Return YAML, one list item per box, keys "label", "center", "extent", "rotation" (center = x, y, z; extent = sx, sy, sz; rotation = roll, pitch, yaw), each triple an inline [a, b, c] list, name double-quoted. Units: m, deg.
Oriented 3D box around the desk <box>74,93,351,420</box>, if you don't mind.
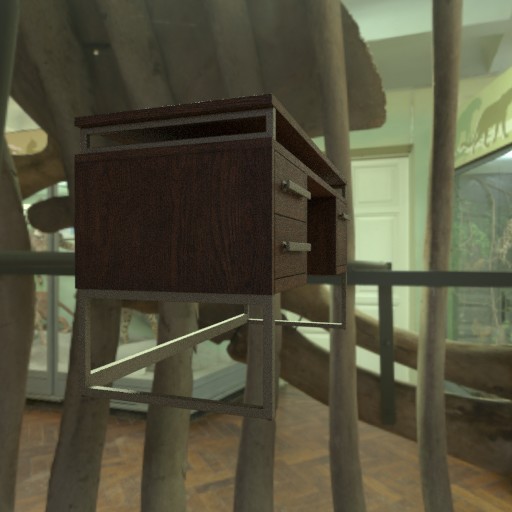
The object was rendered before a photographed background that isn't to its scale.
- label: "desk"
  center: [0.000, 0.000, 1.809]
  extent: [0.610, 0.792, 1.384]
  rotation: [0, 1, 19]
